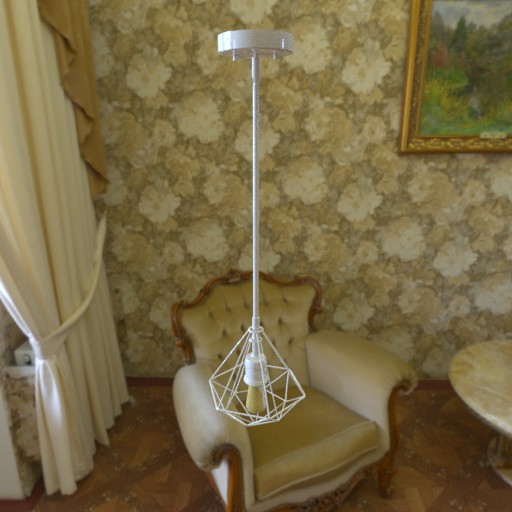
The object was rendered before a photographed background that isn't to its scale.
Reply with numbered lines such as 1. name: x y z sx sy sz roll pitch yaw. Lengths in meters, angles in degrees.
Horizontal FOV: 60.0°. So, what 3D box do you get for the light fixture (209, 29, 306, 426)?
1. light fixture: 0.000 0.000 1.966 0.487 1.764 0.431 -16 23 -41
